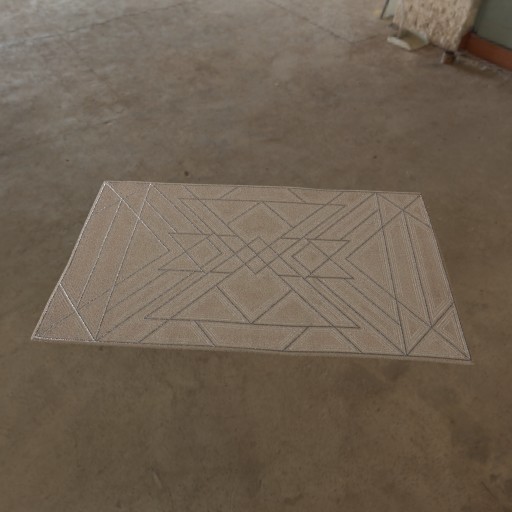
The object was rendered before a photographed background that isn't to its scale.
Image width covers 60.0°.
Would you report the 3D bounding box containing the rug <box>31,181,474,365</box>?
[{"bbox_3d":[0.000,0.000,1.033,0.869,0.008,0.511,3,48,2],"label":"rug"}]
